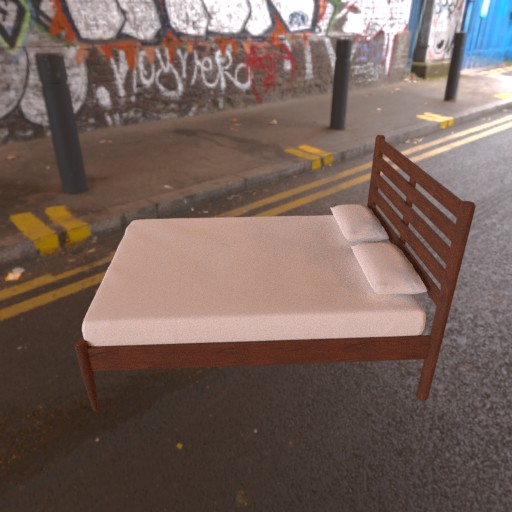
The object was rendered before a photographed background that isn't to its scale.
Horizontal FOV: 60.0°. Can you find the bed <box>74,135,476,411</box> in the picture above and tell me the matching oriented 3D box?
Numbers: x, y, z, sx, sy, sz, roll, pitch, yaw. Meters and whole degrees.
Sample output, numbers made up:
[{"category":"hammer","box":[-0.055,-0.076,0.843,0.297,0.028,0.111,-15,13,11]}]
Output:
[{"category":"bed","box":[0.000,0.000,3.078,2.093,1.304,1.509,-1,28,-3]}]
